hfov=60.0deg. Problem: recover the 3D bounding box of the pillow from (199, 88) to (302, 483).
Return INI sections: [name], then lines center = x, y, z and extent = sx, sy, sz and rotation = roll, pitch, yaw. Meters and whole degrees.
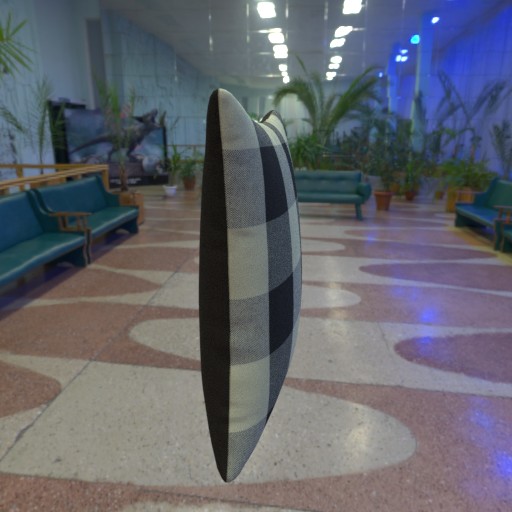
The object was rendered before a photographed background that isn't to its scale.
[pillow]
center = 0.000, 0.000, 0.777
extent = 0.161, 0.509, 0.511
rotation = 2, 16, 9
